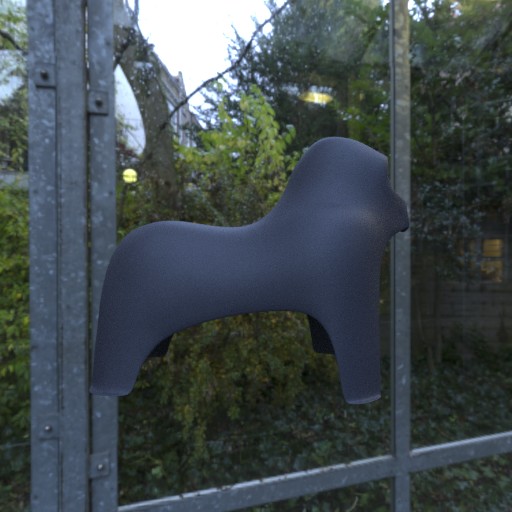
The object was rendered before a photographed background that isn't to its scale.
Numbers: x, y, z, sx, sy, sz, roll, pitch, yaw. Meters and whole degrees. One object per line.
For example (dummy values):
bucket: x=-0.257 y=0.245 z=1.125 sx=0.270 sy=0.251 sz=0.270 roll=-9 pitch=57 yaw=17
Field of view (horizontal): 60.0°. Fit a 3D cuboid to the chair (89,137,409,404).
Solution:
chair: x=0.000 y=0.000 z=1.134 sx=0.758 sy=0.600 sz=0.490 roll=0 pitch=0 yaw=0
